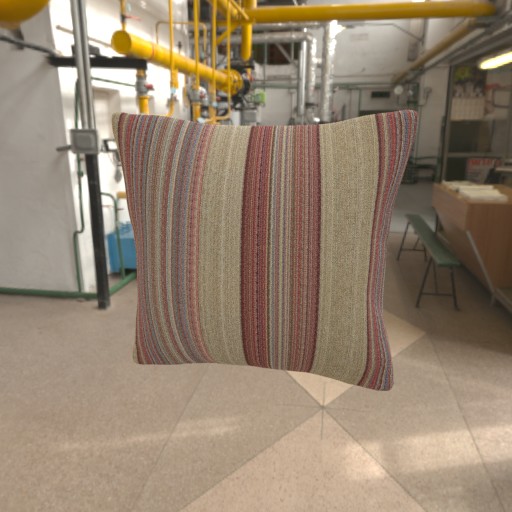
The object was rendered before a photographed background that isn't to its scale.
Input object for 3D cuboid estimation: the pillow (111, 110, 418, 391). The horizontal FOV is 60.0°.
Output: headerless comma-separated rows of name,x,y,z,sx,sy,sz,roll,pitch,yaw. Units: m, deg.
pillow,0.000,0.000,0.671,0.437,0.419,0.136,3,17,10
